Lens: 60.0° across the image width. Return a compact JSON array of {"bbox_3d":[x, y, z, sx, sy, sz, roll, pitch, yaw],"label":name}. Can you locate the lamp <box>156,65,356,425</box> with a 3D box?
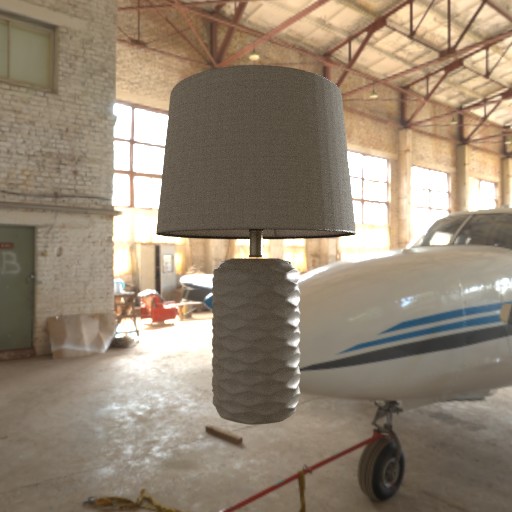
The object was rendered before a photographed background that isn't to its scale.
[{"bbox_3d":[0.000,0.000,0.851,0.376,0.594,0.376,0,0,0],"label":"lamp"}]
